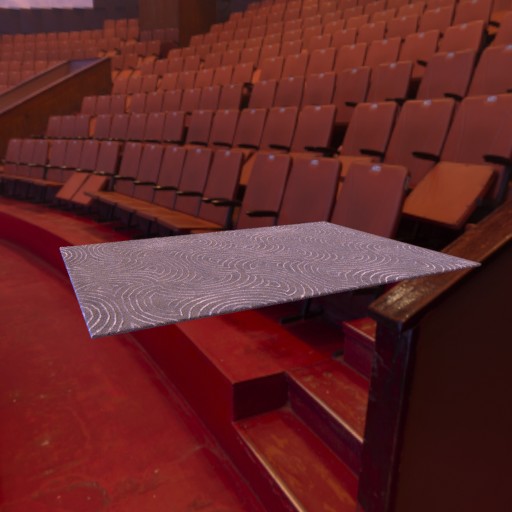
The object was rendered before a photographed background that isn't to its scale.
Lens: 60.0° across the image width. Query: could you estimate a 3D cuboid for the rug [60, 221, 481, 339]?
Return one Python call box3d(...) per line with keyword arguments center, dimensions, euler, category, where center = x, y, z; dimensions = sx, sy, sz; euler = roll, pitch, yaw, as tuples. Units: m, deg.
box3d(center=(0.000, 0.000, 2.759), dimensions=(2.144, 0.015, 1.543), euler=(-7, 16, -26), category="rug")
